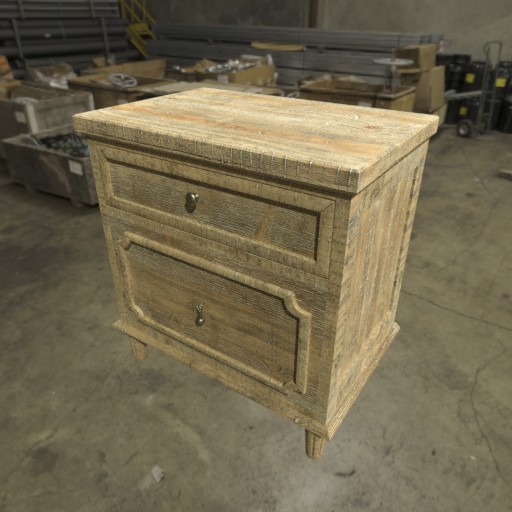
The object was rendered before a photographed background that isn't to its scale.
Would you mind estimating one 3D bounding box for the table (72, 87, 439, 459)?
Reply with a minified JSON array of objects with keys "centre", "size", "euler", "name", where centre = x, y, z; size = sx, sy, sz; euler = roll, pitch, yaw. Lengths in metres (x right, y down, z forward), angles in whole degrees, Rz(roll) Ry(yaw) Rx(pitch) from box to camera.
[{"centre":[0.000,0.000,1.151],"size":[0.686,0.711,0.457],"euler":[19,35,29],"name":"table"}]
